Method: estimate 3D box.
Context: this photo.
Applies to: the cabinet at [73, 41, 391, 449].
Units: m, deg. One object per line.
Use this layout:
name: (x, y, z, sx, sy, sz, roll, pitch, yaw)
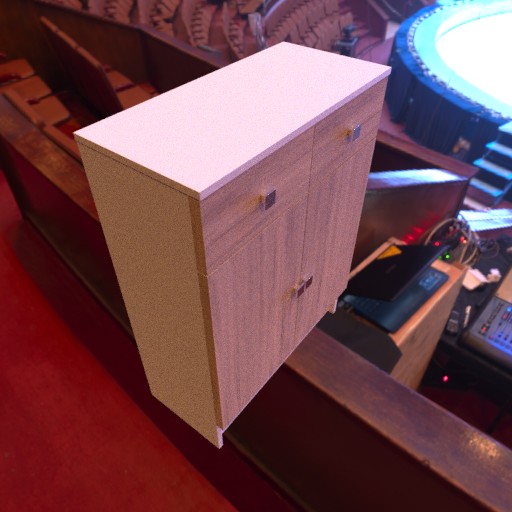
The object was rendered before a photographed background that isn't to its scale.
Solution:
cabinet: (0.000, 0.000, 1.111, 0.296, 0.815, 0.600, 28, 49, 27)
